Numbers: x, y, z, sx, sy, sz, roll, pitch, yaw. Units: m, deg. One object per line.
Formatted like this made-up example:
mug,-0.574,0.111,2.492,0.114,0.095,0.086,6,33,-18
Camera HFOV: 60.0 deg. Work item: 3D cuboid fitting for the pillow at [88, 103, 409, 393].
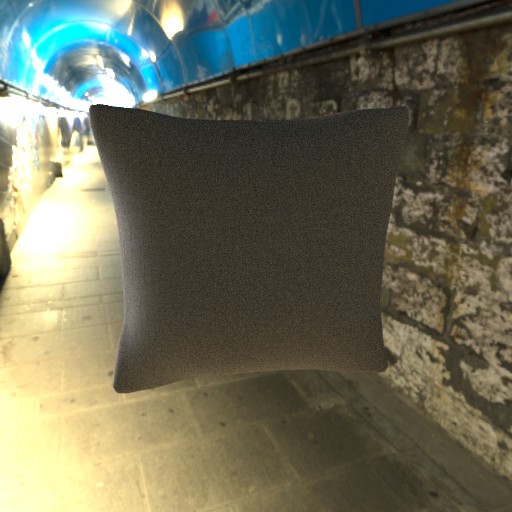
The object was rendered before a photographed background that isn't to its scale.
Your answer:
pillow,0.000,0.000,0.645,0.437,0.419,0.136,-2,17,-8
